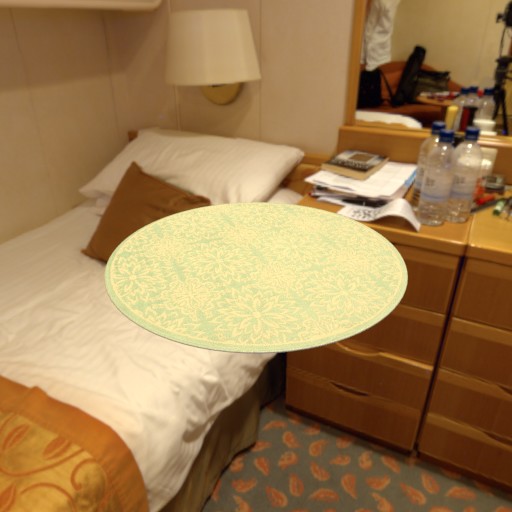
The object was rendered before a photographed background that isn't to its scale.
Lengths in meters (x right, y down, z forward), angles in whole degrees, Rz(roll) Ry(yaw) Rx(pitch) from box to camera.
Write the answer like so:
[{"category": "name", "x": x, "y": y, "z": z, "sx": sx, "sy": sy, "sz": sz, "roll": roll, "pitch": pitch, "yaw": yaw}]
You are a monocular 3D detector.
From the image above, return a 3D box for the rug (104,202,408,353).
[{"category": "rug", "x": 0.000, "y": 0.000, "z": 2.429, "sx": 1.593, "sy": 0.012, "sz": 1.593, "roll": 0, "pitch": 28, "yaw": 0}]
